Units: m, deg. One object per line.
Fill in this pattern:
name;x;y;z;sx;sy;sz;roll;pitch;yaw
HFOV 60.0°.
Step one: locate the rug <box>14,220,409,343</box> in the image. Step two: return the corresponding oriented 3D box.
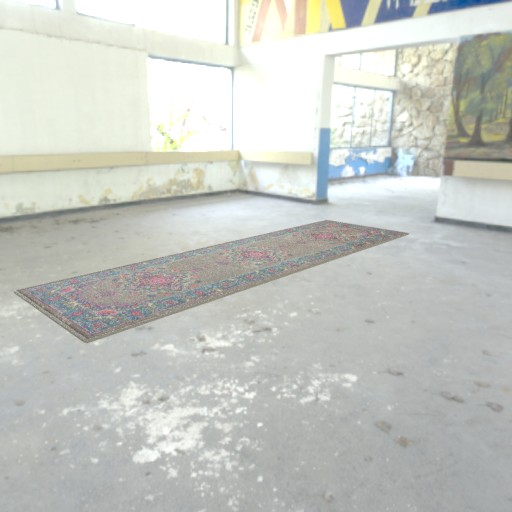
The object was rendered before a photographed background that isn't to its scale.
rug;0.000;0.000;1.967;0.553;0.012;1.827;15;21;43
